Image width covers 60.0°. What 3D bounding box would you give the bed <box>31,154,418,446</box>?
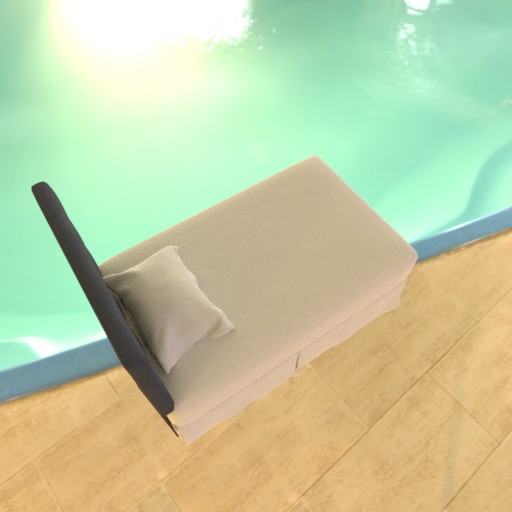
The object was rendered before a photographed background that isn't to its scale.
[{"bbox_3d":[0.000,0.000,2.910,1.997,1.571,1.261,-30,62,-17],"label":"bed"}]
